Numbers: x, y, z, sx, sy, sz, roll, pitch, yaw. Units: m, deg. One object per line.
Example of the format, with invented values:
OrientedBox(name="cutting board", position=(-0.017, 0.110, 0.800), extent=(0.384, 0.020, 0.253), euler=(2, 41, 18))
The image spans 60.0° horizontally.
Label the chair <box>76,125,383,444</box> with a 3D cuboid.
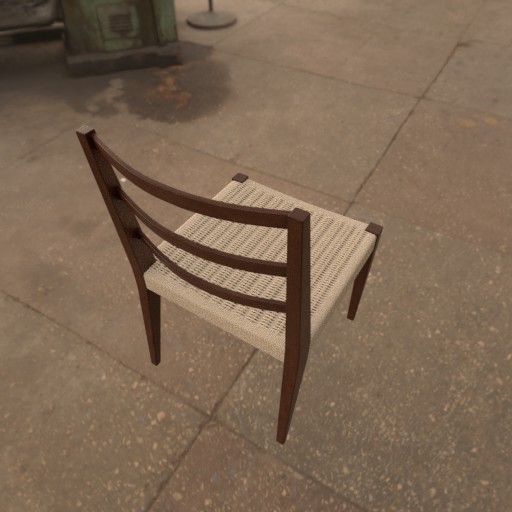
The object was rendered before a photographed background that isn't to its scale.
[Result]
OrientedBox(name="chair", position=(0.000, 0.000, 1.146), extent=(0.480, 0.813, 0.551), euler=(24, 50, 22))
